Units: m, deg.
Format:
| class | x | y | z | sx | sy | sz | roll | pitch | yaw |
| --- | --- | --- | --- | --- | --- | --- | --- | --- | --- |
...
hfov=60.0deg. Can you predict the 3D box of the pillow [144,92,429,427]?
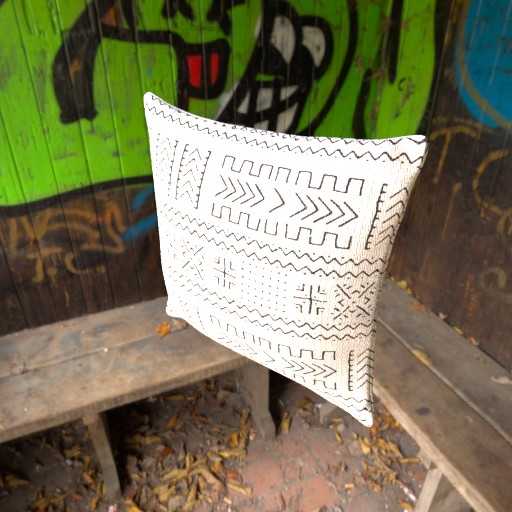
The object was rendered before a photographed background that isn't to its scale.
| class | x | y | z | sx | sy | sz | roll | pitch | yaw |
| --- | --- | --- | --- | --- | --- | --- | --- | --- | --- |
| pillow | 0.000 | 0.000 | 0.663 | 0.438 | 0.430 | 0.164 | 21 | 37 | 32 |
